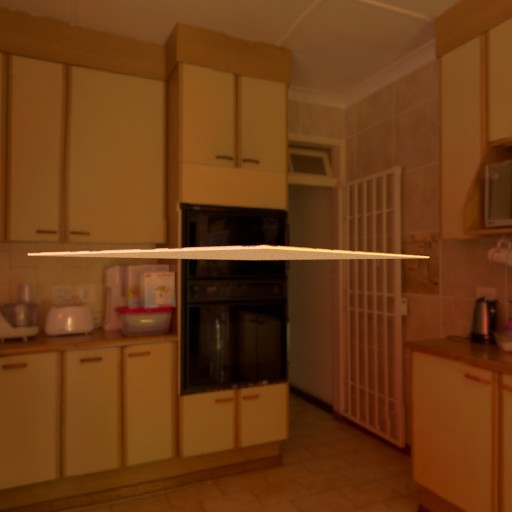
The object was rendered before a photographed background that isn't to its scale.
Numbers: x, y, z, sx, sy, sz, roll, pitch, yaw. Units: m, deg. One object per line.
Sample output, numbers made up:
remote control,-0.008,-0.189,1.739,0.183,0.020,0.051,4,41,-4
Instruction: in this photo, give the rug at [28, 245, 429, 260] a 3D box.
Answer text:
rug,0.000,0.000,3.913,2.211,0.021,2.910,-1,-2,36
